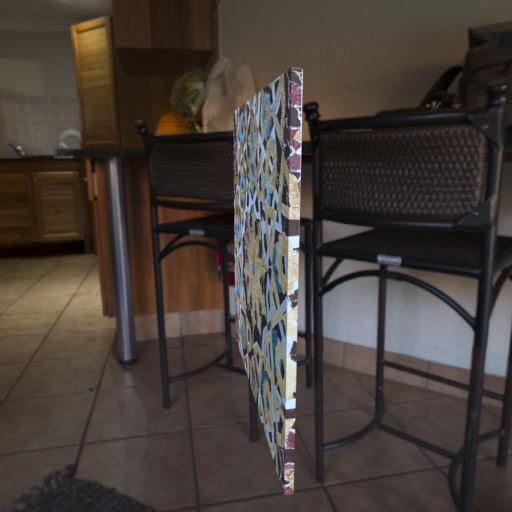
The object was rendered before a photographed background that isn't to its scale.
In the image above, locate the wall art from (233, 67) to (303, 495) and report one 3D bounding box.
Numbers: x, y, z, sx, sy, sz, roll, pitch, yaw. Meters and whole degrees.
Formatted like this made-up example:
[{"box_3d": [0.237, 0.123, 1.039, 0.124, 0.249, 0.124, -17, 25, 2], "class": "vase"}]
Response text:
[{"box_3d": [0.000, 0.000, 0.599, 0.010, 0.406, 0.404, -2, 13, -9], "class": "wall art"}]
